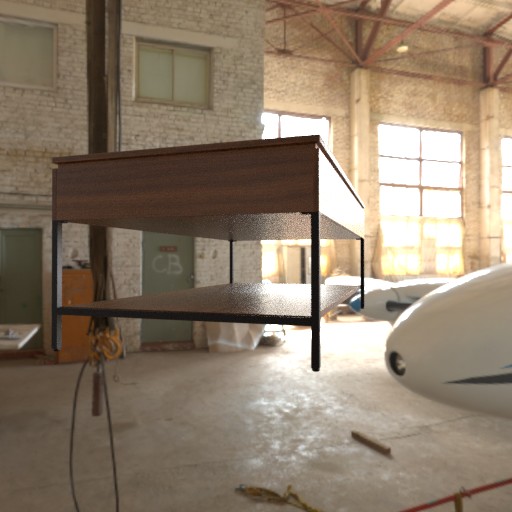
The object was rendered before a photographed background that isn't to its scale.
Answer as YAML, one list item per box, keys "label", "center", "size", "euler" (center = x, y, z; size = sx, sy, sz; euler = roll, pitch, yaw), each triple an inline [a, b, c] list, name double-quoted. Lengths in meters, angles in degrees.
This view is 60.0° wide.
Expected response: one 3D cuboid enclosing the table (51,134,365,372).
- label: "table"
  center: [0.000, 0.000, 1.360]
  size: [0.574, 0.414, 1.057]
  euler: [0, -1, 18]
